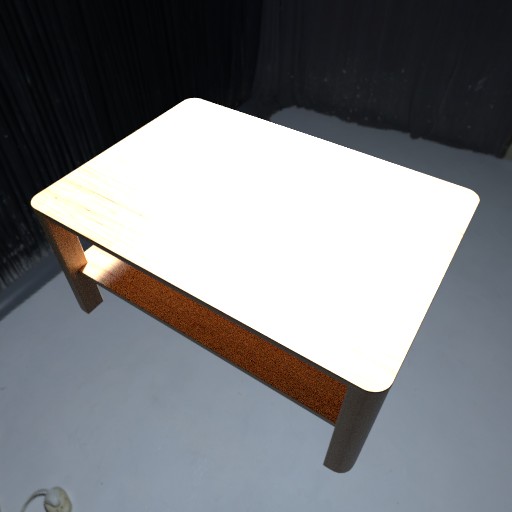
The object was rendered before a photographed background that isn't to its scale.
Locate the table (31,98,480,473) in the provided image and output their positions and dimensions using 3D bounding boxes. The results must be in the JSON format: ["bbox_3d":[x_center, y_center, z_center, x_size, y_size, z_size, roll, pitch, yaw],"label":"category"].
[{"bbox_3d":[0.000,0.000,1.333,0.997,0.445,0.696,25,52,22],"label":"table"}]
